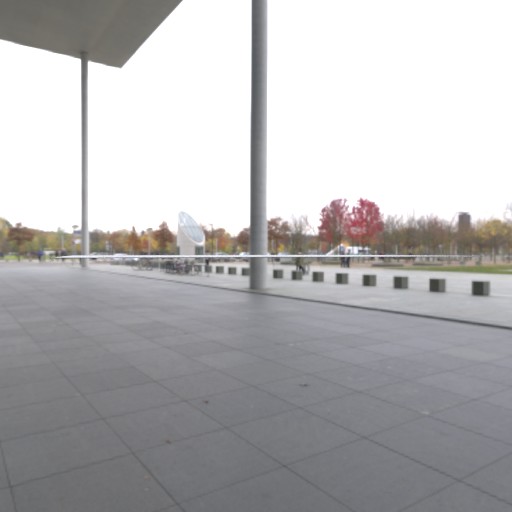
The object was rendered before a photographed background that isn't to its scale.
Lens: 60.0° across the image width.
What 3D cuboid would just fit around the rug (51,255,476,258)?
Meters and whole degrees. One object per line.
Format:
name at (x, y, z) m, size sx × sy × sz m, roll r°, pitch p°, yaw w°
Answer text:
rug at (0.000, 0.000, 3.060) m, size 2.439 × 0.005 × 1.524 m, roll 0°, pitch 0°, yaw -19°
